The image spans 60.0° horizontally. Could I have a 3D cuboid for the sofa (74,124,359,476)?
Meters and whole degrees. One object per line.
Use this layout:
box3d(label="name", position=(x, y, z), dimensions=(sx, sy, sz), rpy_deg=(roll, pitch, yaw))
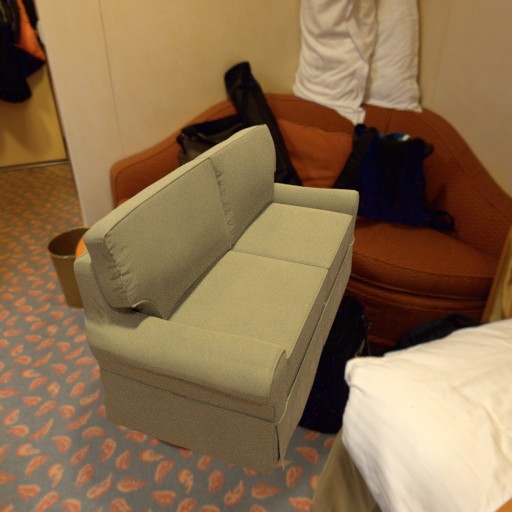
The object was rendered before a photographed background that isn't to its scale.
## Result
box3d(label="sofa", position=(0.000, 0.000, 2.332), dimensions=(0.841, 1.024, 1.823), rpy_deg=(11, 31, 18))
